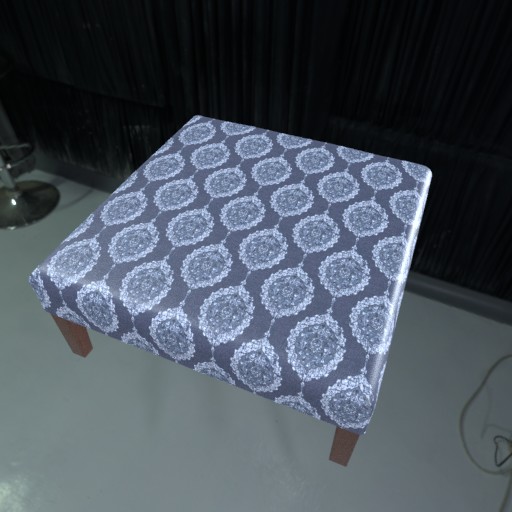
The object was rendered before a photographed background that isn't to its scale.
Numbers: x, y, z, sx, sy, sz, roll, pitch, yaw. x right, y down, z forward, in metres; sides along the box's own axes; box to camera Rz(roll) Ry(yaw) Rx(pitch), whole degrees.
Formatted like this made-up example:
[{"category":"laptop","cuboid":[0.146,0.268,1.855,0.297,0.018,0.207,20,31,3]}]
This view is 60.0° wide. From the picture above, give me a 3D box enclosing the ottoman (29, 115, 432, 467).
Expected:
[{"category":"ottoman","cuboid":[0.000,0.000,1.392,0.889,0.409,0.890,17,48,16]}]
